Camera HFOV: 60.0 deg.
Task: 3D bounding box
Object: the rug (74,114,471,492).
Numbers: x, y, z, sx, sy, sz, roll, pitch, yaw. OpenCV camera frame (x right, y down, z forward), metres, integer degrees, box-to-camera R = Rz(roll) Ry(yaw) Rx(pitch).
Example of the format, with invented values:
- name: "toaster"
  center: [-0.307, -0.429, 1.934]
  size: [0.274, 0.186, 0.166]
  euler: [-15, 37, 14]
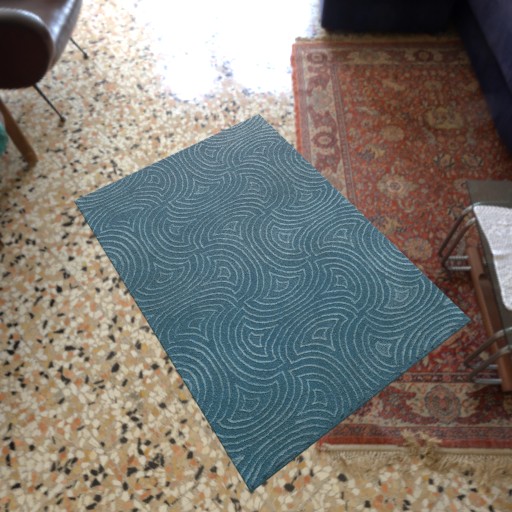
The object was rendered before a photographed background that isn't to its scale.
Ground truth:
- name: "rug"
  center: [0.000, 0.000, 2.796]
  size: [1.543, 0.015, 2.144]
  euler: [-30, 63, -18]
